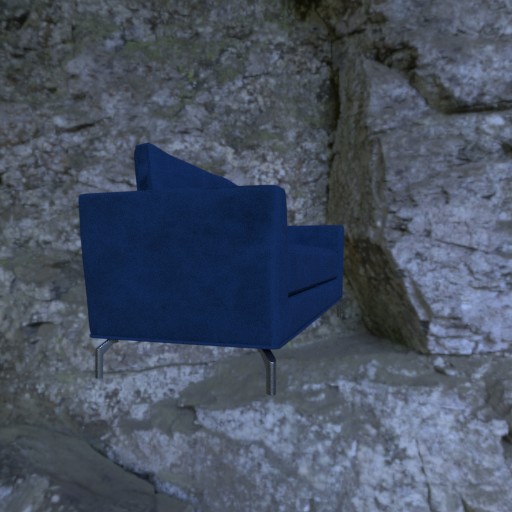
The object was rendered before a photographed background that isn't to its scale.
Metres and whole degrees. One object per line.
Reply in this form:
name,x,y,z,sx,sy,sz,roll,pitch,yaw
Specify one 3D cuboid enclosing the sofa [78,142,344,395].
sofa,0.000,0.000,2.722,0.853,0.998,2.212,0,0,17
